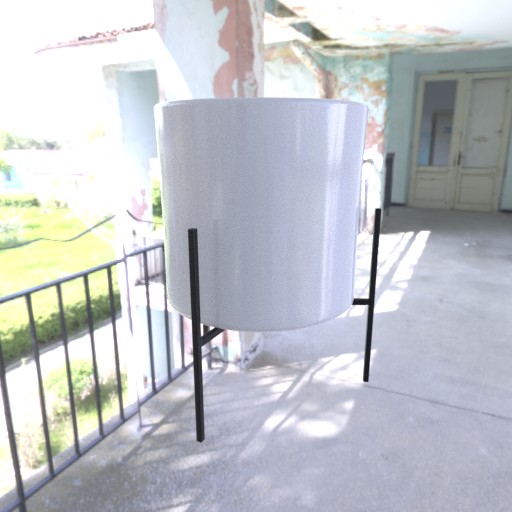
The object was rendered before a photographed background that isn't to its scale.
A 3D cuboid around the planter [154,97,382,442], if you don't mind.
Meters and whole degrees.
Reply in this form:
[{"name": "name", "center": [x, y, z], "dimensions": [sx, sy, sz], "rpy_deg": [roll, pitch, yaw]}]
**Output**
[{"name": "planter", "center": [0.000, 0.000, 0.742], "dimensions": [0.360, 0.480, 0.361], "rpy_deg": [8, 17, 27]}]
